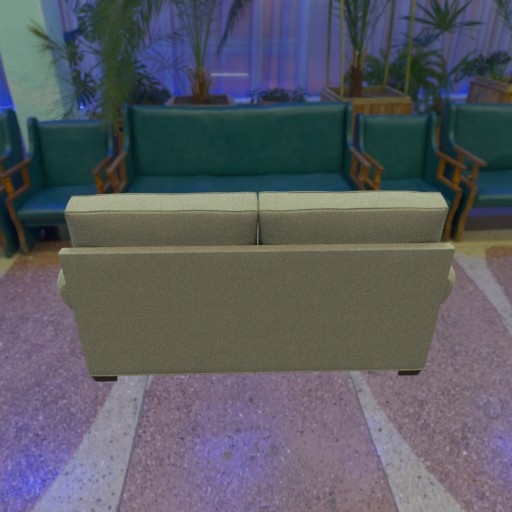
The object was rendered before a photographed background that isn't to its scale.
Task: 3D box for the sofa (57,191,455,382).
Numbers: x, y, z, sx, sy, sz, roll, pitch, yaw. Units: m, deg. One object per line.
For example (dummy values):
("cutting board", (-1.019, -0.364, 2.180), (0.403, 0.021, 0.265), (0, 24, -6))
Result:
("sofa", (0.000, 0.000, 2.301), (1.774, 0.933, 0.861), (-1, 31, -1))
